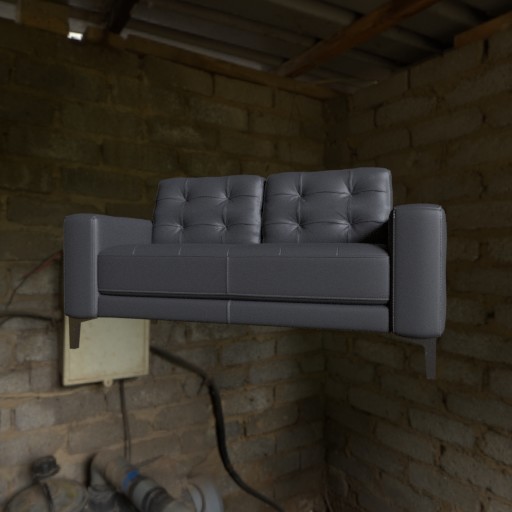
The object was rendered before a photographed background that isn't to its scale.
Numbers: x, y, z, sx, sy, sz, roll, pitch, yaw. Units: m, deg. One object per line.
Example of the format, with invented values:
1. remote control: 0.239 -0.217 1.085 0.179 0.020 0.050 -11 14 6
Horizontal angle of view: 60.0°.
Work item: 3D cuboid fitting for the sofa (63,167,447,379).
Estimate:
1. sofa: 0.000 0.000 2.250 1.726 0.893 0.833 0 1 18
